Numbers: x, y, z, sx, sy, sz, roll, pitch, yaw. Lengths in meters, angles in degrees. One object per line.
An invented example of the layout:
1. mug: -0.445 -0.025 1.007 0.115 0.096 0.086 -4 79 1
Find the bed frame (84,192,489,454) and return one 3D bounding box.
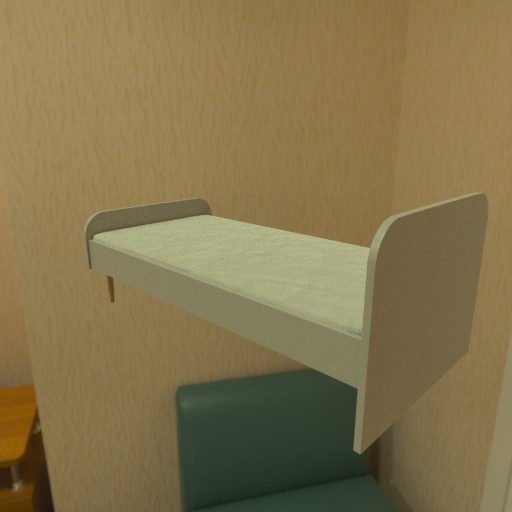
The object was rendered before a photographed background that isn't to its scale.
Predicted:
1. bed frame: 0.000 0.000 2.398 1.963 0.805 0.998 15 22 42
